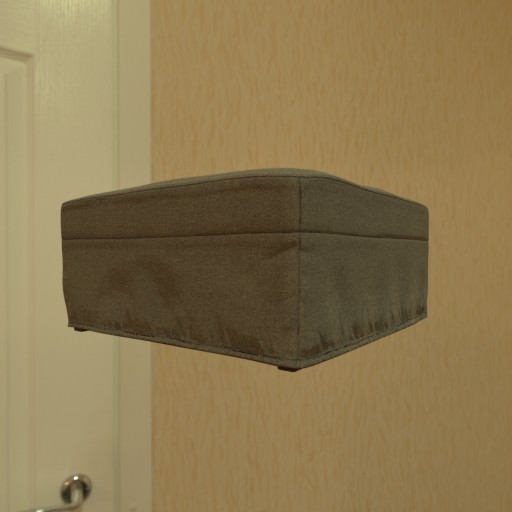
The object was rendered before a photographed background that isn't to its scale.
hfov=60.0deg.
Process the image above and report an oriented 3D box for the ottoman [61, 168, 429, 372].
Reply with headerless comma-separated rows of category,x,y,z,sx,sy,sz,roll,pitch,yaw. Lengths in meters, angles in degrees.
ottoman,0.000,0.000,1.377,0.840,0.436,0.843,0,1,37
